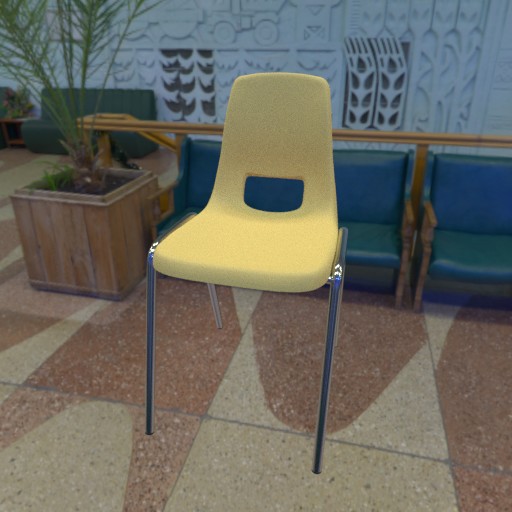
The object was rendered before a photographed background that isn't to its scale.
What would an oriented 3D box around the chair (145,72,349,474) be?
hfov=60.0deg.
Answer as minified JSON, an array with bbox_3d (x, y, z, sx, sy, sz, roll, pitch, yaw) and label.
[{"bbox_3d":[0.000,0.000,0.945,0.381,0.704,0.436,7,26,14],"label":"chair"}]
